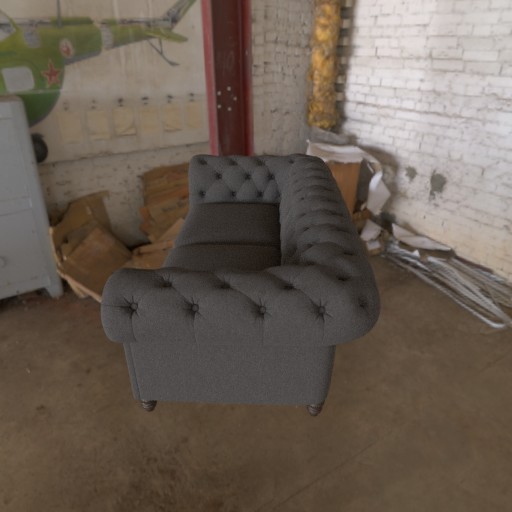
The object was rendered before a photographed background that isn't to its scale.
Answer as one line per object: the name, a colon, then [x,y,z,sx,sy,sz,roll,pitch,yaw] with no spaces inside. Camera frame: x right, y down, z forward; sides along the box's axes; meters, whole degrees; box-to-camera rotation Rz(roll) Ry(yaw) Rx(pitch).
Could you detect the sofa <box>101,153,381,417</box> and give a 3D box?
sofa: [0.000,0.000,2.460,0.986,0.764,1.998,1,26,2]
